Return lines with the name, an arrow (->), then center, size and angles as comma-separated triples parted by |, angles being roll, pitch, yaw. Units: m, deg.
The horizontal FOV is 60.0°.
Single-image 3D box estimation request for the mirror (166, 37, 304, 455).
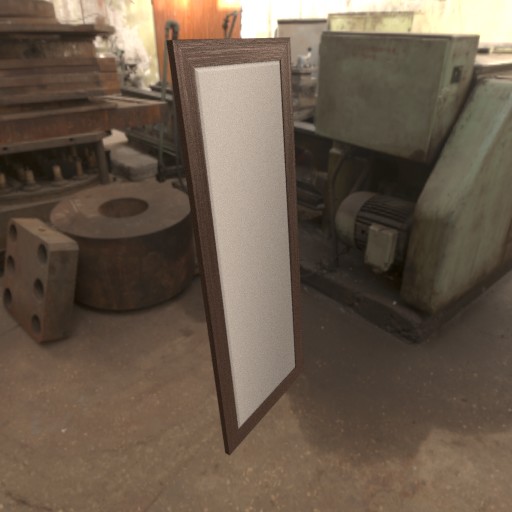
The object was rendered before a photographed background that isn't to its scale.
mirror -> 0.000, 0.000, 2.292 | 0.221, 2.020, 0.812 | 18, 32, 31
